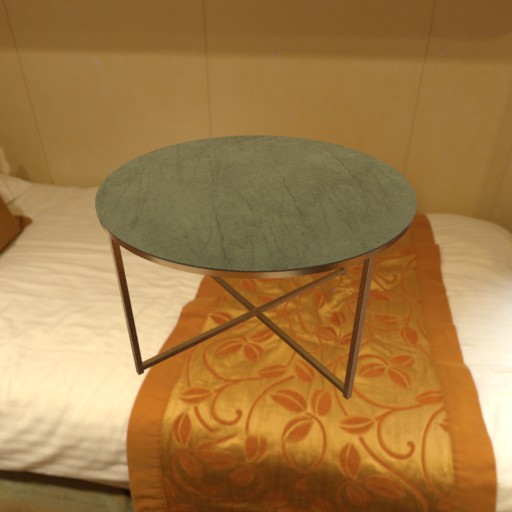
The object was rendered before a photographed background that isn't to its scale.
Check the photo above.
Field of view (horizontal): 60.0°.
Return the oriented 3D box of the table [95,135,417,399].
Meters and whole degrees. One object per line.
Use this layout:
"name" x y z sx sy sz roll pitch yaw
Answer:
"table" 0.000 0.000 1.273 0.800 0.450 0.800 0 33 0
